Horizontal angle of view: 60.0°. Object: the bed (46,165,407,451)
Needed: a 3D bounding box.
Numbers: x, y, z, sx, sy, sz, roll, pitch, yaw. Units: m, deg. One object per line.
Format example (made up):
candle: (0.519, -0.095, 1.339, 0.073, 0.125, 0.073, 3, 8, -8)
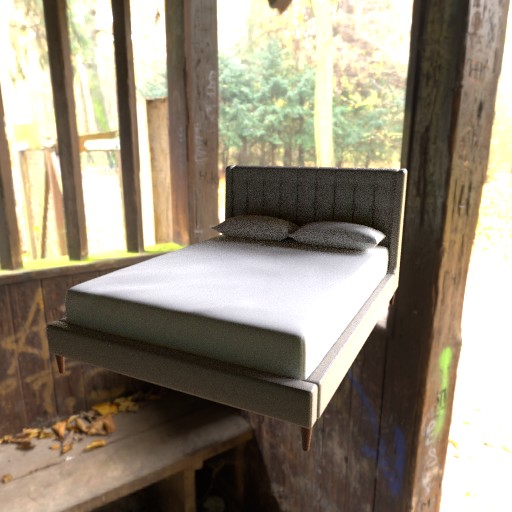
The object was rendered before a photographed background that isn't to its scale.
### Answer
bed: (0.000, 0.000, 3.136, 1.656, 1.147, 2.232, 7, 16, 26)
